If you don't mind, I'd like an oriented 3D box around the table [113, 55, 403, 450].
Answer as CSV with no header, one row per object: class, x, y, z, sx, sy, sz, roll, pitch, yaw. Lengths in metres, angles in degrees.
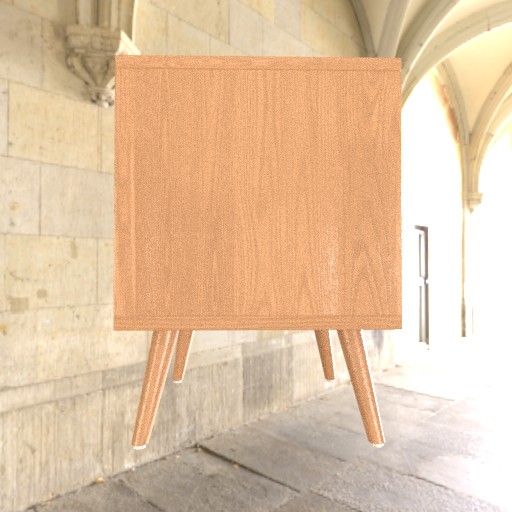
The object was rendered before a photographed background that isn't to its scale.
table,0.000,0.000,0.813,0.400,0.550,0.400,0,-1,-1
